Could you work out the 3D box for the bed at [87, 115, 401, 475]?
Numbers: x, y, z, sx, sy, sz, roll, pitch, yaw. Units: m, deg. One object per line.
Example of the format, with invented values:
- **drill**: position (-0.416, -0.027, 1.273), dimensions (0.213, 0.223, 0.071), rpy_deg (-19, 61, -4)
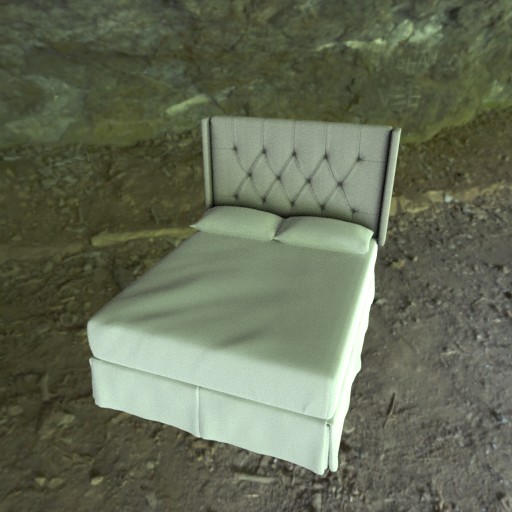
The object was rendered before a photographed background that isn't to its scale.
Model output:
- **bed**: position (0.000, 0.000, 3.296), dimensions (1.719, 1.665, 2.066), rpy_deg (9, 28, 18)
